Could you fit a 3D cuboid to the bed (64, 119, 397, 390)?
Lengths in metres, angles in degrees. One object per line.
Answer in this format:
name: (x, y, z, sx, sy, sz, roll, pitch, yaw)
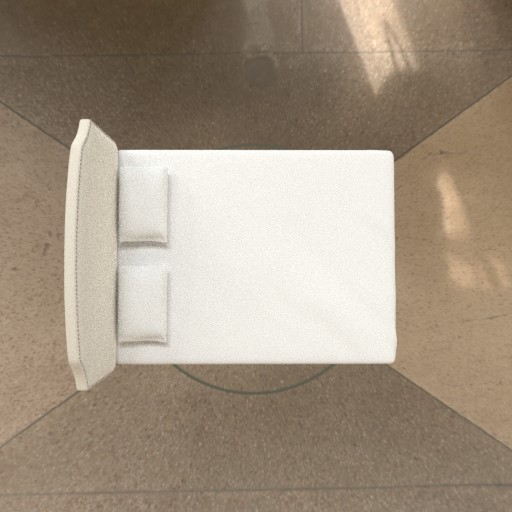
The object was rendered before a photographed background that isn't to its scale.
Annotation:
bed: (0.000, 0.000, 2.924, 1.999, 1.270, 1.558, 0, 88, 0)
